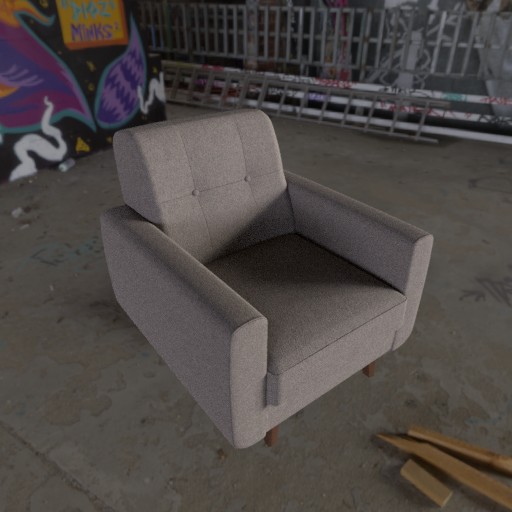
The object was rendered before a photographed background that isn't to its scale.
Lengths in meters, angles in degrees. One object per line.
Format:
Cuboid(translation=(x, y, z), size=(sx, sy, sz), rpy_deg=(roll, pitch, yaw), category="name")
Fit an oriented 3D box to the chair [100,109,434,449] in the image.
Cuboid(translation=(0.000, 0.000, 1.582), size=(0.831, 0.839, 0.907), rpy_deg=(-21, 37, -32), category="chair")
